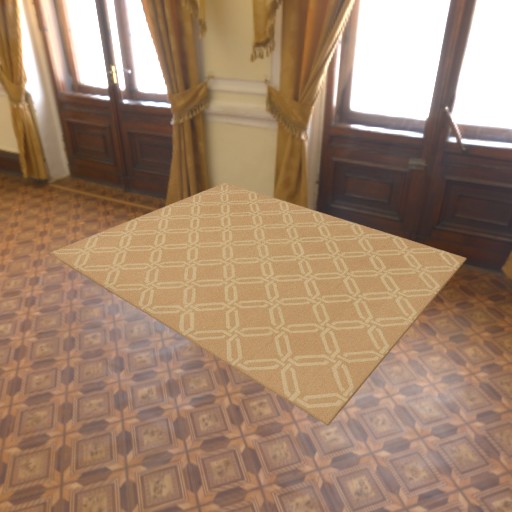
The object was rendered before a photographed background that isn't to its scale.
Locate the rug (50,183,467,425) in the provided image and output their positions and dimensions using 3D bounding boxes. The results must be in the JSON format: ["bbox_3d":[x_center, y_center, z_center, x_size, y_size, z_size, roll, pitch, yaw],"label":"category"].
[{"bbox_3d":[0.000,0.000,3.916,2.895,0.018,2.288,23,37,34],"label":"rug"}]
